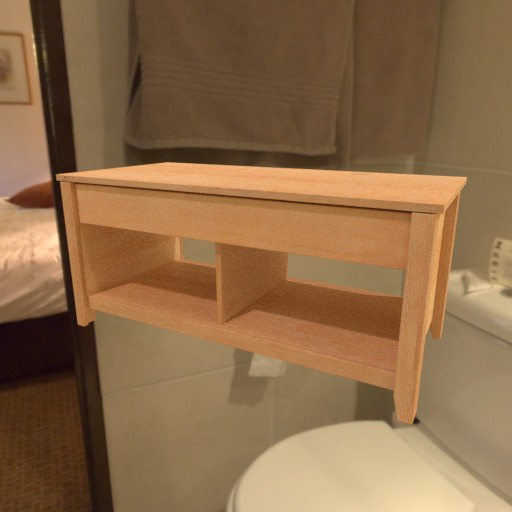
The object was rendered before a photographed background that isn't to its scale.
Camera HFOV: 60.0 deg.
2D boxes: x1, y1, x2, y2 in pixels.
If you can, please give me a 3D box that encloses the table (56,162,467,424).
[{"bbox_3d":[0.000,0.000,1.276,1.016,0.457,0.483,9,19,27],"label":"table"}]
